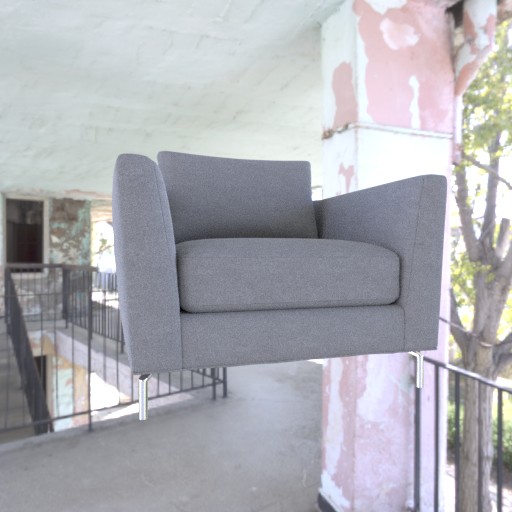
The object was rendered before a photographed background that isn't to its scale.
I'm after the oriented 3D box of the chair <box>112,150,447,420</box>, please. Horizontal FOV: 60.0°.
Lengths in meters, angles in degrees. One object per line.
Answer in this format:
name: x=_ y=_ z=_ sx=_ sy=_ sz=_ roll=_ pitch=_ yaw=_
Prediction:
chair: x=0.000 y=0.000 z=1.686 sx=1.041 sy=0.864 sz=0.889 roll=0 pitch=0 yaw=-18
